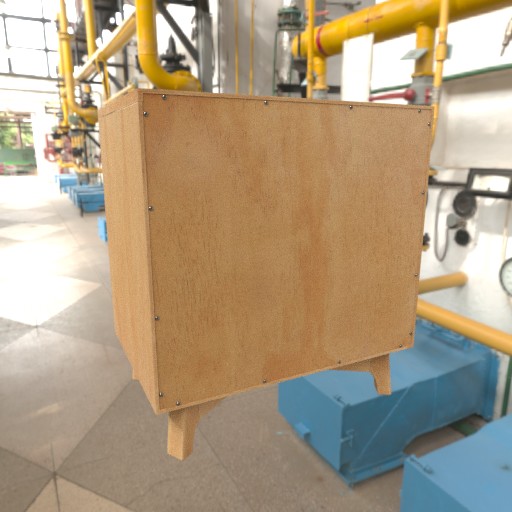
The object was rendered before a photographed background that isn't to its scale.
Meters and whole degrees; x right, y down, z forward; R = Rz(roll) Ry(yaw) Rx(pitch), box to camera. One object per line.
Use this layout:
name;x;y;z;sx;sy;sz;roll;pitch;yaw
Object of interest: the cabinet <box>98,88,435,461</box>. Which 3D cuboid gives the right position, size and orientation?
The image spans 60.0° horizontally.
cabinet;0.000;0.000;0.947;0.551;0.599;0.394;-7;15;-26
